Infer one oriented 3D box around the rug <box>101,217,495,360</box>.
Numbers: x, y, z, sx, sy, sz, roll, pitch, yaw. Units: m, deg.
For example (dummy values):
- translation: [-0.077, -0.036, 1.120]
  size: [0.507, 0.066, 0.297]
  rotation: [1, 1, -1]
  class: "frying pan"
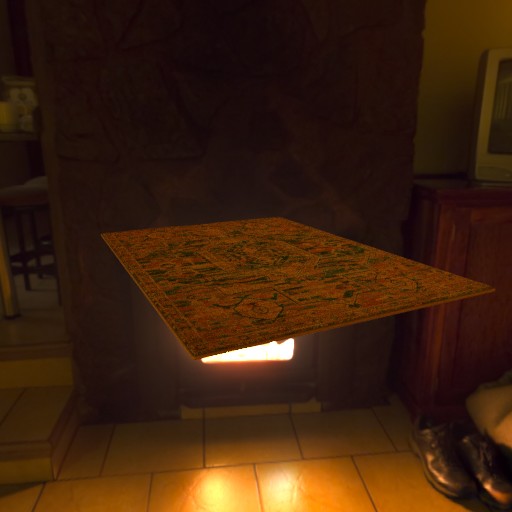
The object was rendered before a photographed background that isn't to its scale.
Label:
- translation: [0.000, 0.000, 2.825]
  size: [1.588, 0.024, 2.204]
  rotation: [-8, 17, -26]
  class: "rug"
